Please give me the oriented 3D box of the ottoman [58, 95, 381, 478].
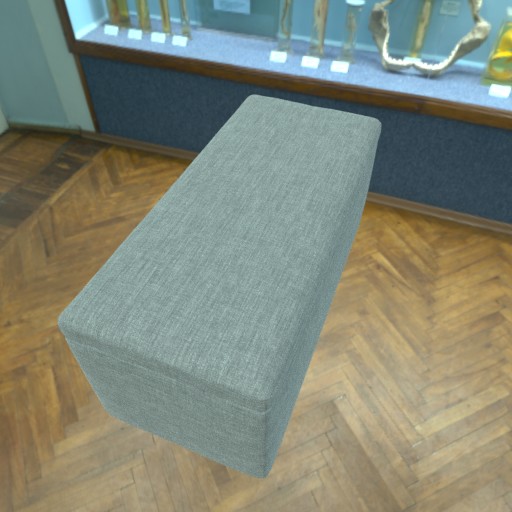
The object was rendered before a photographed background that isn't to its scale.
[{"bbox_3d":[0.000,0.000,1.125,0.419,0.432,0.902,16,49,15],"label":"ottoman"}]
